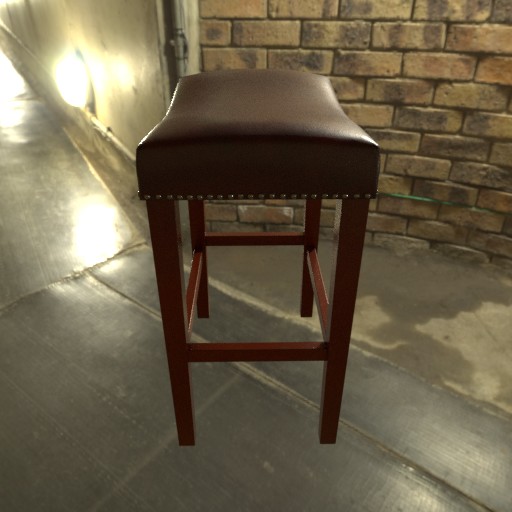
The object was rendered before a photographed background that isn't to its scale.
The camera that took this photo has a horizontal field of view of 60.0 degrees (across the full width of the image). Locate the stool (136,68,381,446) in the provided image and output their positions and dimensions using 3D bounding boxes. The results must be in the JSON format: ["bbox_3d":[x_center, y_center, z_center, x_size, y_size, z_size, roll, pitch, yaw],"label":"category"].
[{"bbox_3d":[0.000,0.000,1.030,0.372,0.742,0.504,0,33,-1],"label":"stool"}]
